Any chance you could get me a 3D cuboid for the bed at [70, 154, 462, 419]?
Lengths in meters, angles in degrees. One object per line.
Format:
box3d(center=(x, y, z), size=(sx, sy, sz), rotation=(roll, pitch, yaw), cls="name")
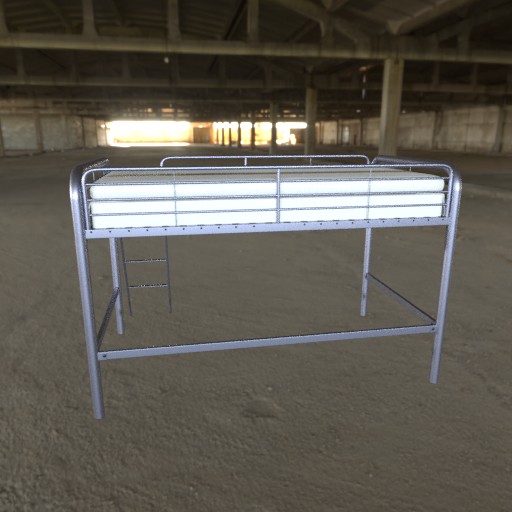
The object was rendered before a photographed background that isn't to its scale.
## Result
box3d(center=(0.000, 0.000, 2.967), size=(1.965, 1.288, 1.415), rotation=(-3, 16, -10), cls="bed")
